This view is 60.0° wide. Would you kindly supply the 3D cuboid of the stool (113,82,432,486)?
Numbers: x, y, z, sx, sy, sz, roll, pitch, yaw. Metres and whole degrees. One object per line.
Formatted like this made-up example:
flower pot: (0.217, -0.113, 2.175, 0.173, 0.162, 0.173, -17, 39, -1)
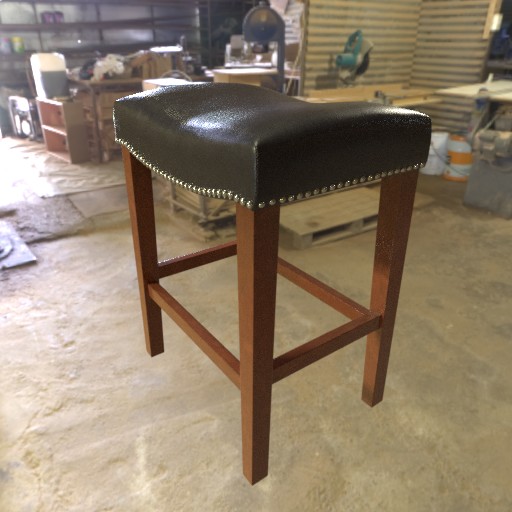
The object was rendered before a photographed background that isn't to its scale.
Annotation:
stool: (0.000, 0.000, 0.940, 0.372, 0.654, 0.504, -18, 32, -32)
